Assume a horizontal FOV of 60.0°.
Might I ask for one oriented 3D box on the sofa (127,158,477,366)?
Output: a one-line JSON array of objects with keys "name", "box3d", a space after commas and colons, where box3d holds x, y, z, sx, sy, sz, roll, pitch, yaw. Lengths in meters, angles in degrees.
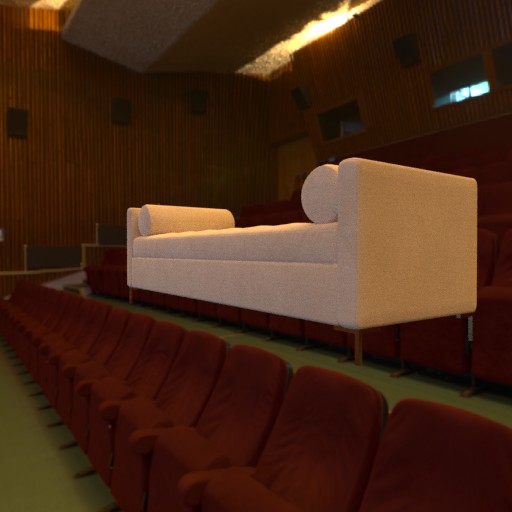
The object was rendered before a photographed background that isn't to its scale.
[{"name": "sofa", "box3d": [0.000, 0.000, 2.307, 0.686, 0.635, 1.981, 0, 1, -35]}]
